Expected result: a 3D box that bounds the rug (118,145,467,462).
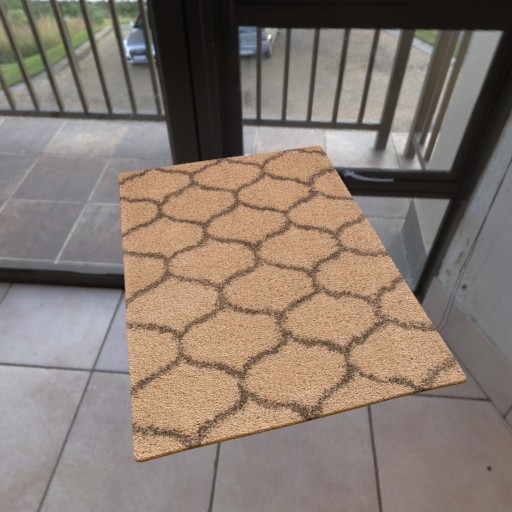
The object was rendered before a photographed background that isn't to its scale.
[{"bbox_3d":[0.000,0.000,2.053,1.200,0.025,1.600,-10,47,-10],"label":"rug"}]
